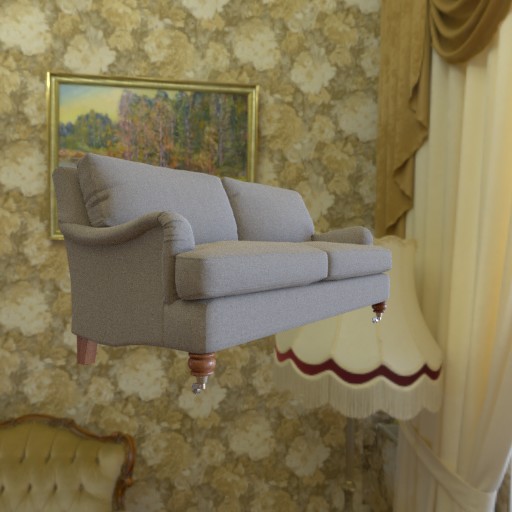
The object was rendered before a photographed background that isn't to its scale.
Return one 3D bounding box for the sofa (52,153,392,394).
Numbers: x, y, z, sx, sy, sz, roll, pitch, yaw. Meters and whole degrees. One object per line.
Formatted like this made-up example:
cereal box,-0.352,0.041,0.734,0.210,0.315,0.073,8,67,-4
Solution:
sofa,0.000,0.000,2.799,1.087,1.054,2.160,1,2,36
